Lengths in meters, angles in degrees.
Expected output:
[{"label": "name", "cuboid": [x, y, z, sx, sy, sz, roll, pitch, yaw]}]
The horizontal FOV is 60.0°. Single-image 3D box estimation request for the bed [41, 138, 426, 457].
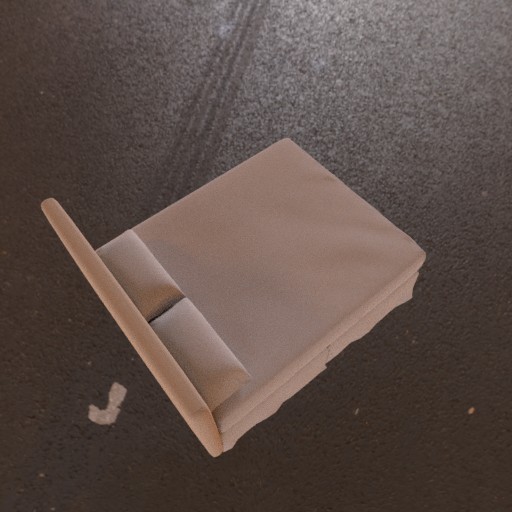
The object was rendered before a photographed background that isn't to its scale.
[{"label": "bed", "cuboid": [0.000, 0.000, 3.300, 2.142, 1.330, 1.748, -35, 64, -19]}]
